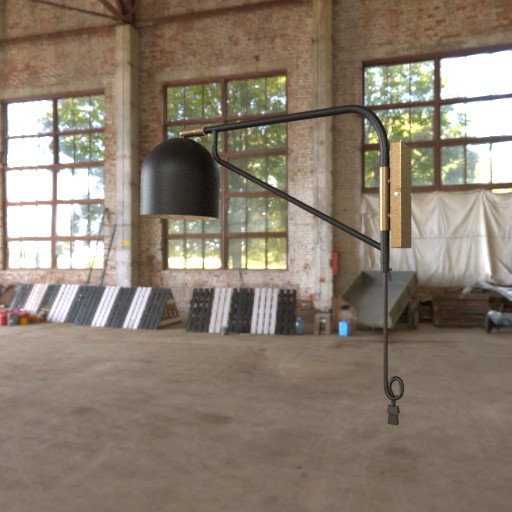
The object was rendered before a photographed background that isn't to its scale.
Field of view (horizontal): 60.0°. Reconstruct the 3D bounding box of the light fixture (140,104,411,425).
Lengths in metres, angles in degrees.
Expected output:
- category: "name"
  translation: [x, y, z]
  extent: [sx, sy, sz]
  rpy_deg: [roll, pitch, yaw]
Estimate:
- category: "light fixture"
  translation: [0.000, 0.000, 1.080]
  extent: [0.720, 0.696, 0.215]
  rpy_deg: [0, 0, 34]
